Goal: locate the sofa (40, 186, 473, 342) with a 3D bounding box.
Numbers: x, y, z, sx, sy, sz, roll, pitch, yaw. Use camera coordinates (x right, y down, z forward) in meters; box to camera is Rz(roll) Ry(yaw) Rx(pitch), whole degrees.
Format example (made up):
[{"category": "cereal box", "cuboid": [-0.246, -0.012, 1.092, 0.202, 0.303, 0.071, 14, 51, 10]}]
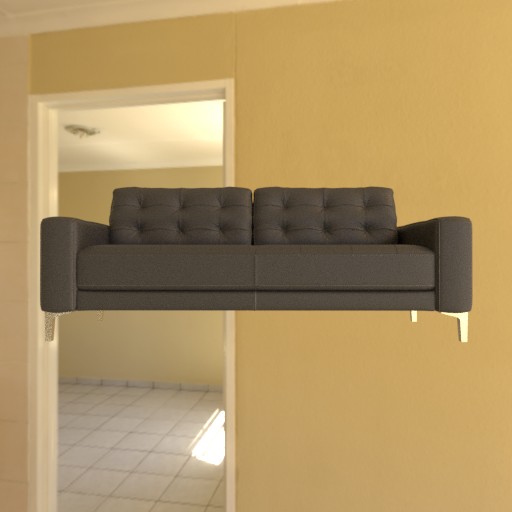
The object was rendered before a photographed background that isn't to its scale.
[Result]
[{"category": "sofa", "cuboid": [0.000, 0.000, 2.690, 2.275, 0.893, 0.833, 0, 0, 0]}]
